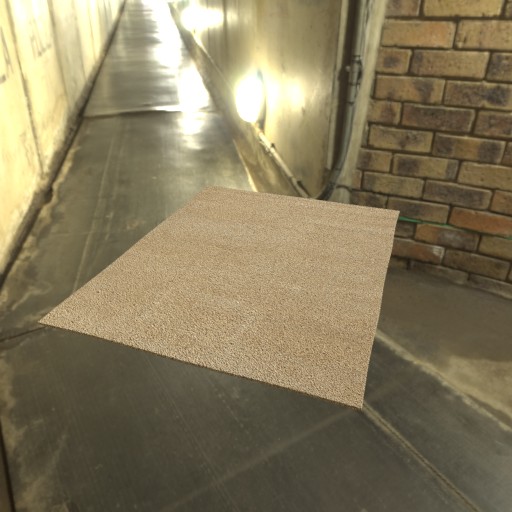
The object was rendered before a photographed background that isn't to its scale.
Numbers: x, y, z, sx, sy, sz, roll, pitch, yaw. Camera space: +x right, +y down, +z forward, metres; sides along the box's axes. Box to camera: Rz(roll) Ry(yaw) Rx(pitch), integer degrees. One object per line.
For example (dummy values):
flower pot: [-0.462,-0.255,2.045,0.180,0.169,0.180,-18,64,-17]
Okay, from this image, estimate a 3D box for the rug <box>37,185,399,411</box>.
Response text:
rug: [0.000,0.000,4.189,2.400,0.025,3.000,10,32,17]
